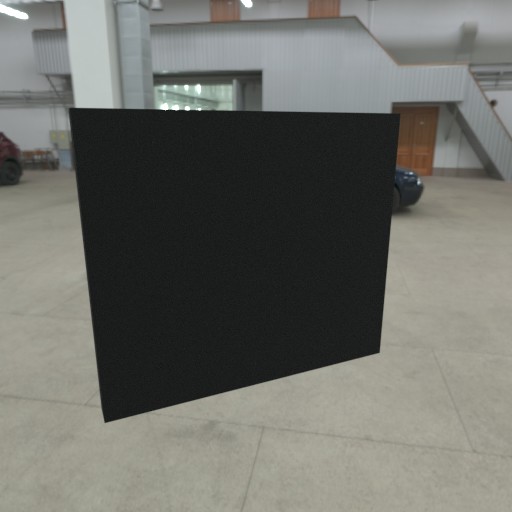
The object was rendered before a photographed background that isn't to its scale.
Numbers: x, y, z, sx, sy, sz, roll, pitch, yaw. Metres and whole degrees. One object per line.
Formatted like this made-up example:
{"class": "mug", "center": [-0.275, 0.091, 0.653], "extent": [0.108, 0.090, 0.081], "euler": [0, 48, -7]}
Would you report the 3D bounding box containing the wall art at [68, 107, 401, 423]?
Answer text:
{"class": "wall art", "center": [0.000, 0.000, 0.532], "extent": [0.381, 0.330, 0.031], "euler": [-7, 18, -24]}
